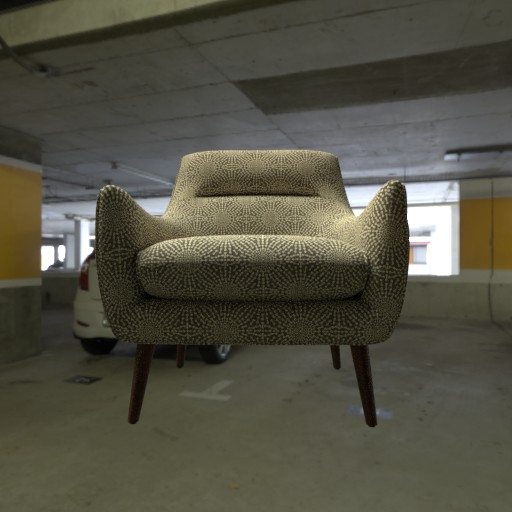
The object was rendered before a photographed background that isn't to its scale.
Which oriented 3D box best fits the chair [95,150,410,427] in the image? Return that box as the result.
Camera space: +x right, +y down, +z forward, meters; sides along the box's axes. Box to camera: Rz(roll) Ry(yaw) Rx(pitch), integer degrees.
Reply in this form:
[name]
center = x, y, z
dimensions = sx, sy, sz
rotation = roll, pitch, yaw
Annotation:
[chair]
center = 0.000, 0.000, 1.432
dimensions = 0.762, 0.838, 0.787
rotation = 0, 0, 2
